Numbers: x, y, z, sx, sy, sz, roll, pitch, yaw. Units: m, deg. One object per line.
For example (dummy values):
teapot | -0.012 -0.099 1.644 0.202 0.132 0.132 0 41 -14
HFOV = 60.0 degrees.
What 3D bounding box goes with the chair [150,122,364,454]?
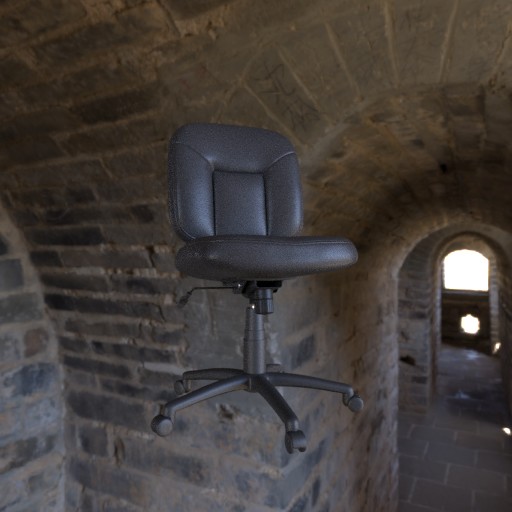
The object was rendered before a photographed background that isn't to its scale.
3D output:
chair | 0.000 0.000 1.364 0.647 0.959 0.646 0 -1 -19
